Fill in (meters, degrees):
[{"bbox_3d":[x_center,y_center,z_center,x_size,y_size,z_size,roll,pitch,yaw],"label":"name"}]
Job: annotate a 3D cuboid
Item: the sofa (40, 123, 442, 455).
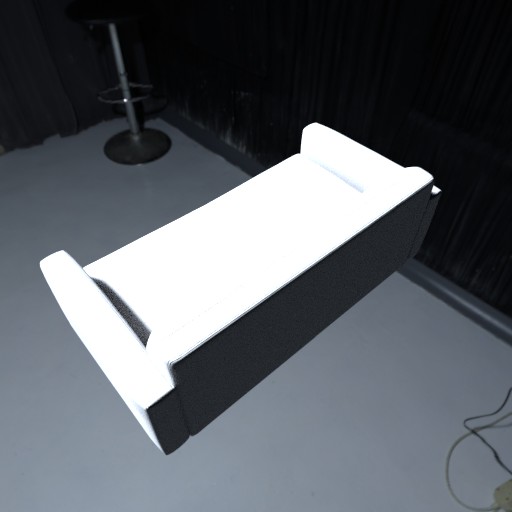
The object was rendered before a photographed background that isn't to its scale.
[{"bbox_3d":[0.000,0.000,2.401,1.895,0.814,0.969,-33,55,-27],"label":"sofa"}]
